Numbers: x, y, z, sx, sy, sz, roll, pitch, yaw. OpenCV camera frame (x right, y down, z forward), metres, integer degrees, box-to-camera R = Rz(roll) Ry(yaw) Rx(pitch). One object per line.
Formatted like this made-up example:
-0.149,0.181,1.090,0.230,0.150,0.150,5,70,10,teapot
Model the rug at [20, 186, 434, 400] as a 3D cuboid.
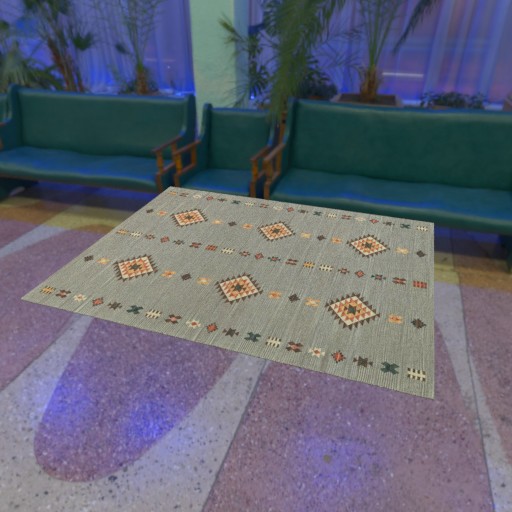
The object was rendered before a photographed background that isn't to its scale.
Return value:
0.000,0.000,3.997,3.035,0.008,2.425,10,32,16,rug
